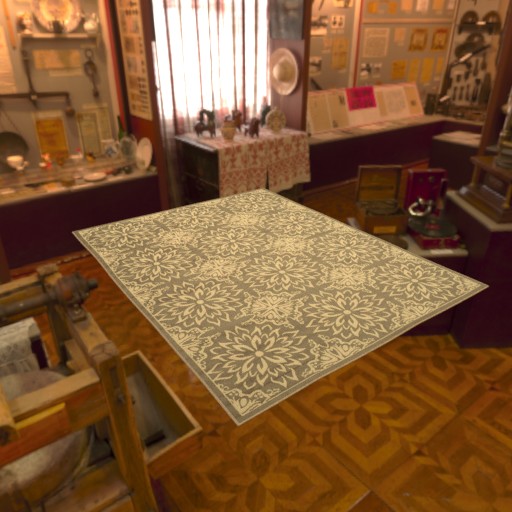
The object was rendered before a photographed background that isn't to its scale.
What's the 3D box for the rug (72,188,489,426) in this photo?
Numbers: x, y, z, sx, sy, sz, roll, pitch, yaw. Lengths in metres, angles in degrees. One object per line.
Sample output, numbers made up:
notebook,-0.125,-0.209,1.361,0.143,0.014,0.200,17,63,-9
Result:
rug,0.000,0.000,3.936,2.363,0.012,2.980,-18,32,-31
